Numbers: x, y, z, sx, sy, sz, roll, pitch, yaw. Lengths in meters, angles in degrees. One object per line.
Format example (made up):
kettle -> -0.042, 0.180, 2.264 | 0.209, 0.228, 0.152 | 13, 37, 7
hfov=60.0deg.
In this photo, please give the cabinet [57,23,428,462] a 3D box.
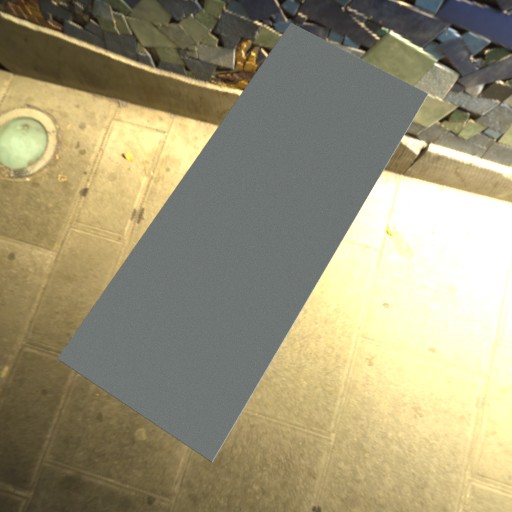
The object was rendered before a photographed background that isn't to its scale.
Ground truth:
cabinet -> 0.000, 0.000, 1.422 | 0.400, 0.800, 1.000 | 31, 79, 7
